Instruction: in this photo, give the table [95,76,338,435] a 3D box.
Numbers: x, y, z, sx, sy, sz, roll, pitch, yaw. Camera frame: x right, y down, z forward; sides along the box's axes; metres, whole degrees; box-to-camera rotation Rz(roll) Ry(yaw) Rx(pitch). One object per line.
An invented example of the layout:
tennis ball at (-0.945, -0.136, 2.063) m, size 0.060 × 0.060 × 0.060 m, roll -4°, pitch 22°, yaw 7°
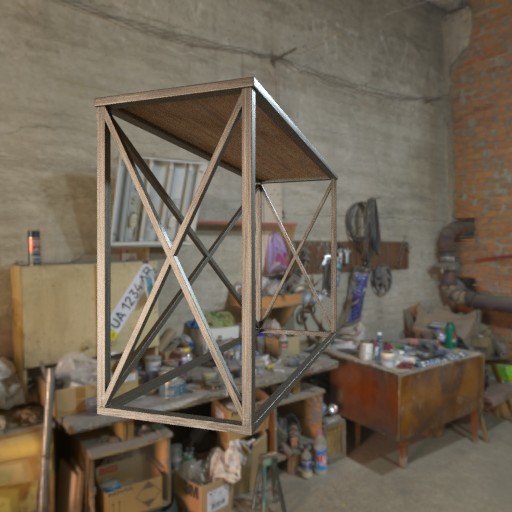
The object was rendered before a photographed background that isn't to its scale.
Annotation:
table at (0.000, 0.000, 1.566) m, size 0.402 × 0.753 × 1.216 m, roll 0°, pitch 0°, yaw 19°
